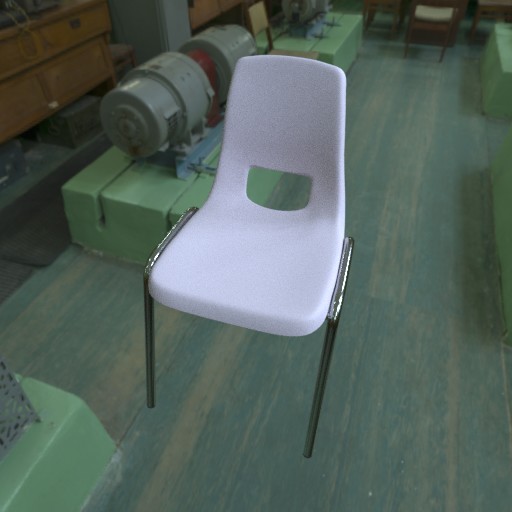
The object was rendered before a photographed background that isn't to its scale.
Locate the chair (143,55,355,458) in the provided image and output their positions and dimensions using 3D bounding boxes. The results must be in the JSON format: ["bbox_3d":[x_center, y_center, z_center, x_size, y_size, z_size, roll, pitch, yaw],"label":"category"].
[{"bbox_3d":[0.000,0.000,0.898,0.381,0.653,0.436,12,42,14],"label":"chair"}]
